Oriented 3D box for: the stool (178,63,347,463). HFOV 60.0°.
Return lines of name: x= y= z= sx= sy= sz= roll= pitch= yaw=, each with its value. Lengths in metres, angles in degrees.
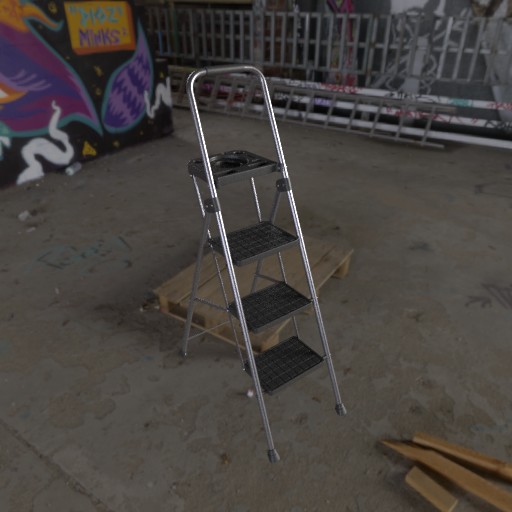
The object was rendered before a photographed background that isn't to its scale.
stool: x=0.000 y=0.000 z=1.643 sx=0.396 sy=1.277 sz=0.733 roll=-21 pitch=36 yaw=-31
